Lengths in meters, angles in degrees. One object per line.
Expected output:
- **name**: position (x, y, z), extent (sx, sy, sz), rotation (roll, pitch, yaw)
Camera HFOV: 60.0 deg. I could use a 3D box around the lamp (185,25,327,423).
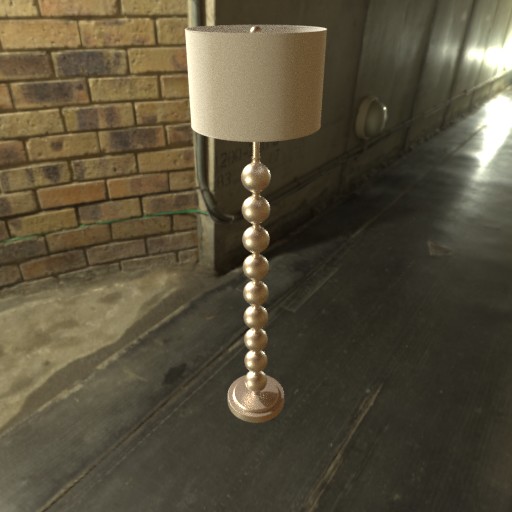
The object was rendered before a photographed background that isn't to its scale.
- **lamp**: position (0.000, 0.000, 1.598), extent (0.394, 1.474, 0.394), rotation (-1, 30, -2)
